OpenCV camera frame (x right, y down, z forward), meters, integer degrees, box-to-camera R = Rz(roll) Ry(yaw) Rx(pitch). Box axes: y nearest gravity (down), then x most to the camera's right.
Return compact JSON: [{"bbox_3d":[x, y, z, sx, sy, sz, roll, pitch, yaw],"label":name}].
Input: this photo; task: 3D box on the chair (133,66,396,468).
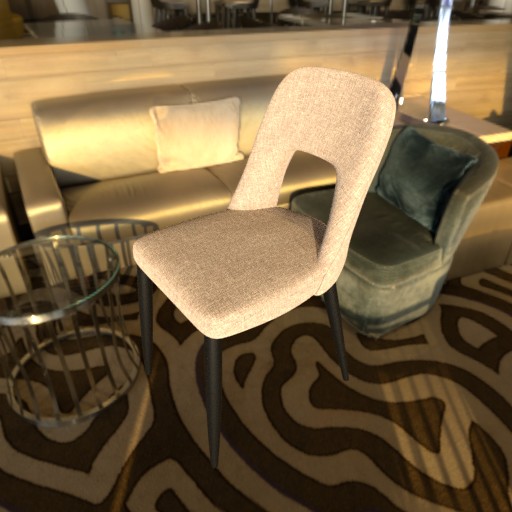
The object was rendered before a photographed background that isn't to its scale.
[{"bbox_3d":[0.000,0.000,1.257,0.612,0.931,0.470,-22,38,-30],"label":"chair"}]
